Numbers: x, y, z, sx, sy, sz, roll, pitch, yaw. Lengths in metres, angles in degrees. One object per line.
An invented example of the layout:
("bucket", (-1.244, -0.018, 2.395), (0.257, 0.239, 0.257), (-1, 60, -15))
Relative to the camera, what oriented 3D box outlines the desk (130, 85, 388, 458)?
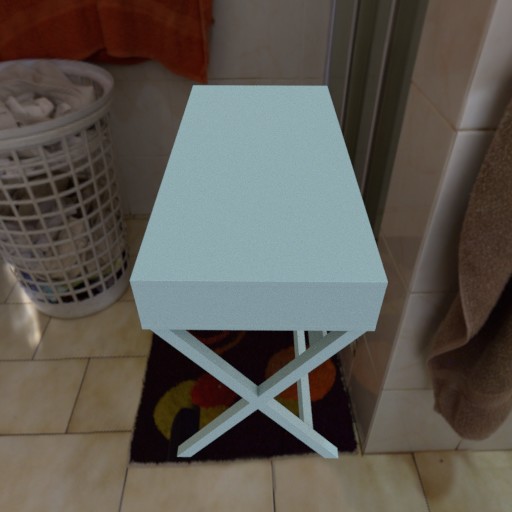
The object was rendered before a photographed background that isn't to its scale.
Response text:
("desk", (0.000, 0.000, 1.519), (0.525, 0.780, 1.057), (0, 41, 0))
